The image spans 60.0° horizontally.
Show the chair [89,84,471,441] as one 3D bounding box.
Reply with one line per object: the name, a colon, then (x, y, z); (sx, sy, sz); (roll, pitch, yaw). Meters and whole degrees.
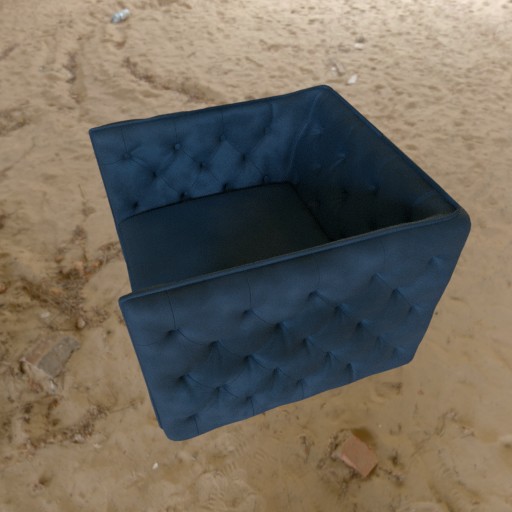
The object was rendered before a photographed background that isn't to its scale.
chair: (0.000, 0.000, 1.514); (0.877, 0.771, 0.868); (-14, 47, -14)
